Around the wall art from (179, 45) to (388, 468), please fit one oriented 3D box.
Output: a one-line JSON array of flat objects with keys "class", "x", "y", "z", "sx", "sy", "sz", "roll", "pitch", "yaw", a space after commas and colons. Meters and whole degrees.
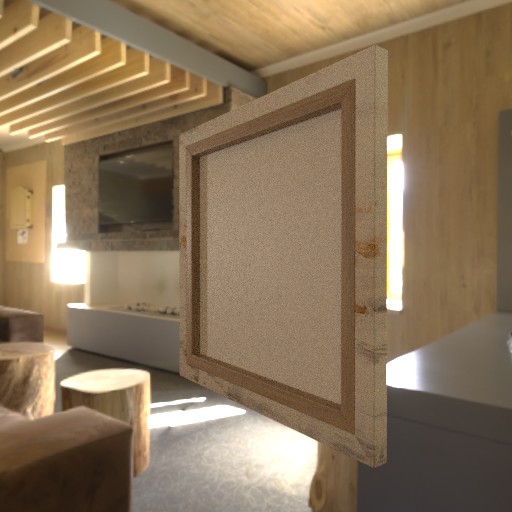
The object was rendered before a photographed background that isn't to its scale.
[{"class": "wall art", "x": 0.000, "y": 0.000, "z": 1.101, "sx": 0.038, "sy": 0.755, "sz": 0.753, "roll": 0, "pitch": 1, "yaw": -37}]
